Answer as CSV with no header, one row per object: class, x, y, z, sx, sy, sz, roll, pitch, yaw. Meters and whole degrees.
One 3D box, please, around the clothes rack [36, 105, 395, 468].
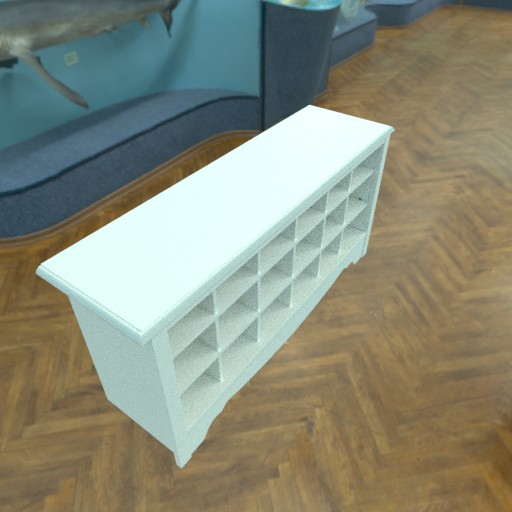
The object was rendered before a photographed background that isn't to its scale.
clothes rack,0.000,0.000,1.364,0.324,0.531,1.120,25,46,27
